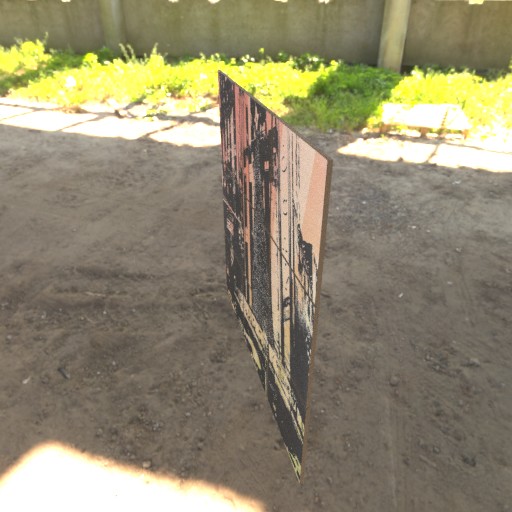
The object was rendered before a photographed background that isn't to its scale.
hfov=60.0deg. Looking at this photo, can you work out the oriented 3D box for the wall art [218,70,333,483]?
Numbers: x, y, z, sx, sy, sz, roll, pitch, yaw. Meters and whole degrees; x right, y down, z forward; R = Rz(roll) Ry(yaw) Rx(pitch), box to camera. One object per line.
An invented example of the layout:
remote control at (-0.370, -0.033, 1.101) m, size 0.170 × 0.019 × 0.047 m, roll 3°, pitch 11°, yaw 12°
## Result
wall art at (0.000, 0.000, 1.348) m, size 0.010 × 0.917 × 0.919 m, roll -8°, pitch 33°, yaw -13°
